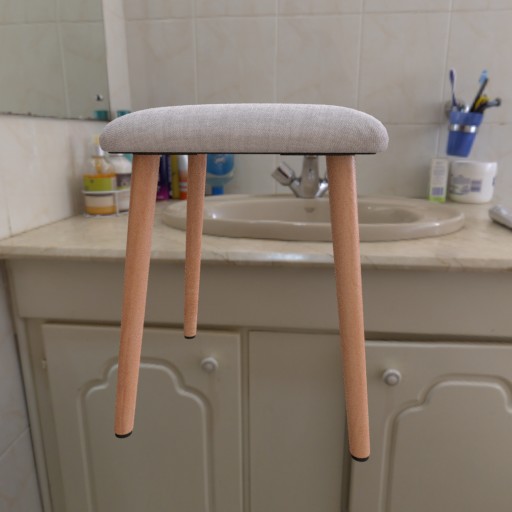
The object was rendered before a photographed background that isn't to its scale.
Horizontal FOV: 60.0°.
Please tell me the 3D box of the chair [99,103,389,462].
[{"bbox_3d":[0.000,0.000,0.690,0.350,0.440,0.350,2,14,8],"label":"chair"}]
